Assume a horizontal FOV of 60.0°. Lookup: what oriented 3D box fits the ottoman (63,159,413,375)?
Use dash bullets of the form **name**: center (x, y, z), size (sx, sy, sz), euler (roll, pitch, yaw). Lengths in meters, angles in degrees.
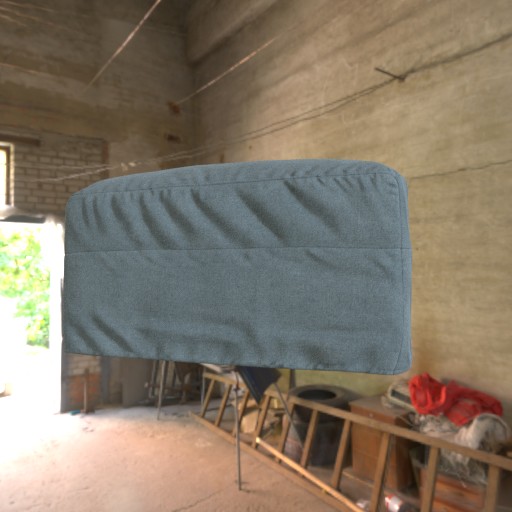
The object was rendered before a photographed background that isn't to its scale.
- **ottoman**: center (0.000, 0.000, 1.270), size (0.837, 0.481, 0.683), euler (0, -2, 18)
